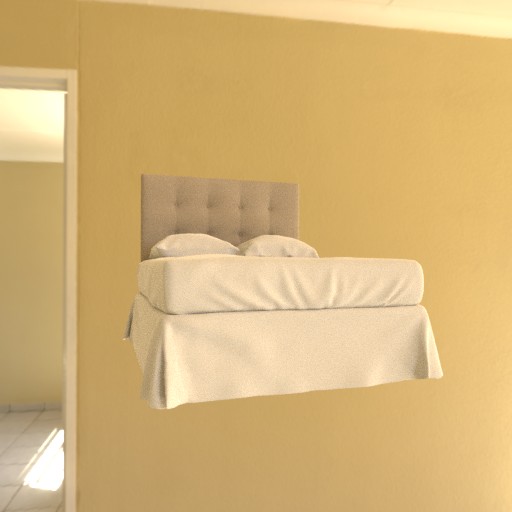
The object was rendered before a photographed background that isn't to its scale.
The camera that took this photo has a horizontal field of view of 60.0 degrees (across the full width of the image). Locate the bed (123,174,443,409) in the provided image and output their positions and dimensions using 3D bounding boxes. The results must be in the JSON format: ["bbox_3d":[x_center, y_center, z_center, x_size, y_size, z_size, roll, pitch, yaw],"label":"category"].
[{"bbox_3d":[0.000,0.000,3.502,1.936,1.577,2.222,0,-1,-19],"label":"bed"}]
